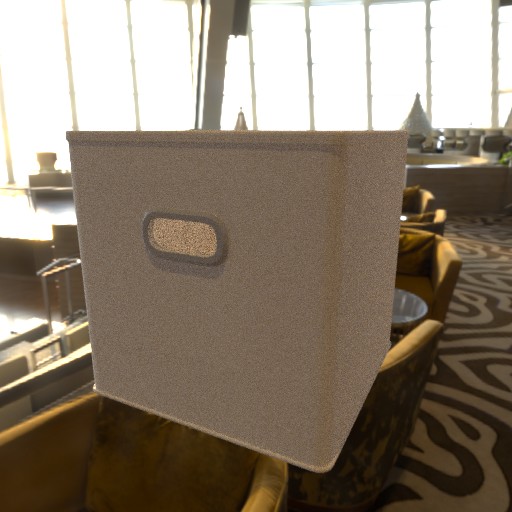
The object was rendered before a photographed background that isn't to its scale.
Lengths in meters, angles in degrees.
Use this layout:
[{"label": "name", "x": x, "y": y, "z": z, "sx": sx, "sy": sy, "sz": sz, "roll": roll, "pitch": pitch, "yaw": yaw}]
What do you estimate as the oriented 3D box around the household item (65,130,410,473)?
[{"label": "household item", "x": 0.000, "y": 0.000, "z": 0.558, "sx": 0.305, "sy": 0.305, "sz": 0.305, "roll": 8, "pitch": 18, "yaw": 26}]
